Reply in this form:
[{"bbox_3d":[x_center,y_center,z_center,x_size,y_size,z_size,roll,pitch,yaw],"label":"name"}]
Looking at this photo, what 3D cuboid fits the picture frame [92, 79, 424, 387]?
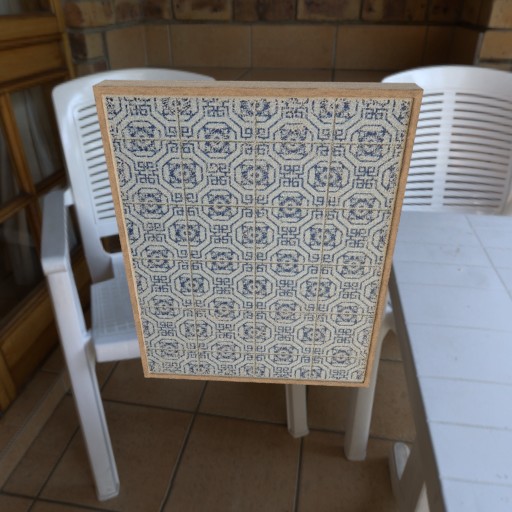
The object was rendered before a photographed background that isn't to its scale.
[{"bbox_3d":[0.000,0.000,0.717,0.421,0.526,0.046,2,31,3],"label":"picture frame"}]
